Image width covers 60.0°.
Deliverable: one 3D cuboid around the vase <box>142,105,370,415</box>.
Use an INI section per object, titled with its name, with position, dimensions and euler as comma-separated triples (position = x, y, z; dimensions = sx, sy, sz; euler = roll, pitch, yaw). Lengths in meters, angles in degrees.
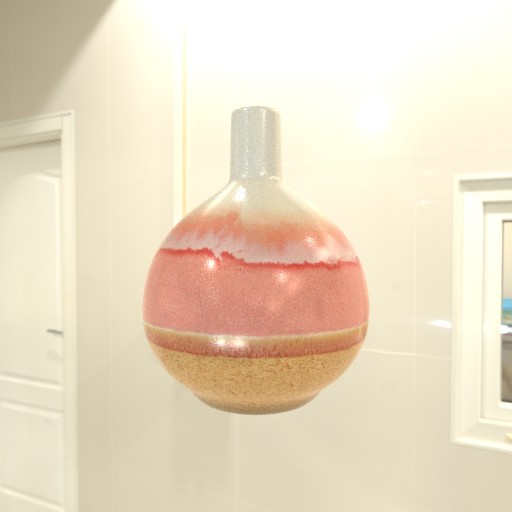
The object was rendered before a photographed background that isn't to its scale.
[vase]
position = 0.000, 0.000, 0.274
dimensions = 0.137, 0.176, 0.137
euler = 0, 2, 0
